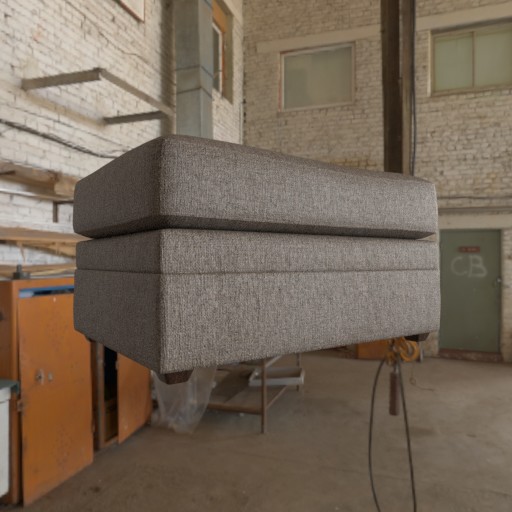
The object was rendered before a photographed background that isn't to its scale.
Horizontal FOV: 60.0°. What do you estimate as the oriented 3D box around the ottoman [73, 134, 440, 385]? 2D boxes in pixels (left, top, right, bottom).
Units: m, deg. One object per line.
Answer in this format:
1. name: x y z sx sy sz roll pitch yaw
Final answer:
1. ottoman: 0.000 0.000 1.252 0.885 0.478 0.637 0 -1 -35
